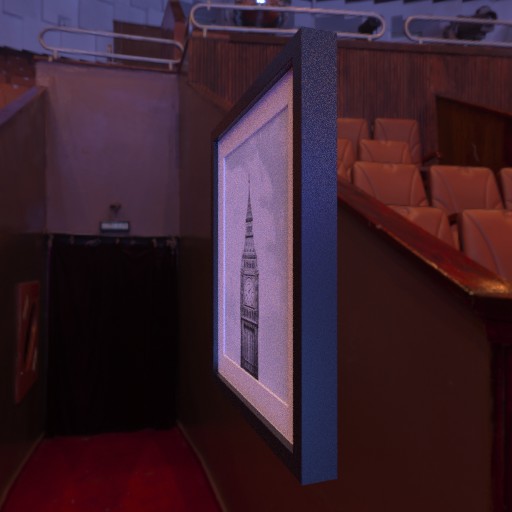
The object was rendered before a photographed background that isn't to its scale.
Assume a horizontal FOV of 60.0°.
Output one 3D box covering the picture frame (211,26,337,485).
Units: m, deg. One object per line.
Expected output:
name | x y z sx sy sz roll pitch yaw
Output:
picture frame | 0.000 0.000 0.526 0.034 0.378 0.328 0 0 -19
